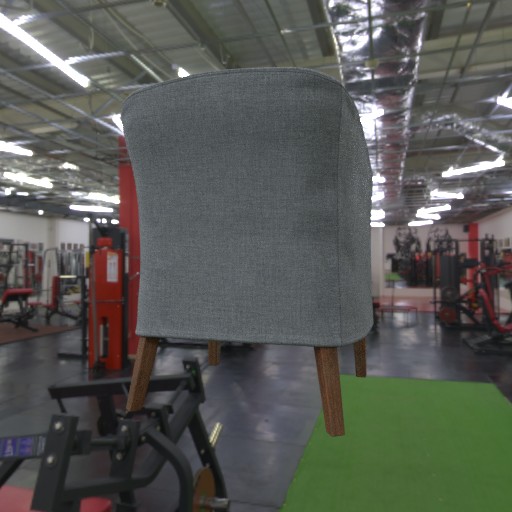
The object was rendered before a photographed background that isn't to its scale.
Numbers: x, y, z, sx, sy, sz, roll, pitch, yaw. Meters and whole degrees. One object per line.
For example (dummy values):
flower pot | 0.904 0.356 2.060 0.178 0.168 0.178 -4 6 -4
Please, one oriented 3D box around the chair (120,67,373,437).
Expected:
chair | 0.000 0.000 1.238 0.600 0.771 0.668 0 -1 18
